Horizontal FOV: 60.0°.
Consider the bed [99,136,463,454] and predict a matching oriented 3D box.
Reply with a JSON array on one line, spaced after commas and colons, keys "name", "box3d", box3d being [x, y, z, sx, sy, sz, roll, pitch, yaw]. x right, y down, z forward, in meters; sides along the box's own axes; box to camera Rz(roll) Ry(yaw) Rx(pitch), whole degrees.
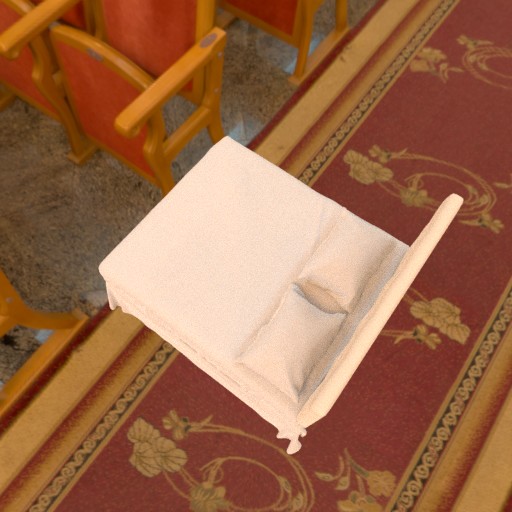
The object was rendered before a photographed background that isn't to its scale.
[{"name": "bed", "box3d": [0.000, 0.000, 3.461, 2.222, 1.577, 1.936, 34, 70, 14]}]
